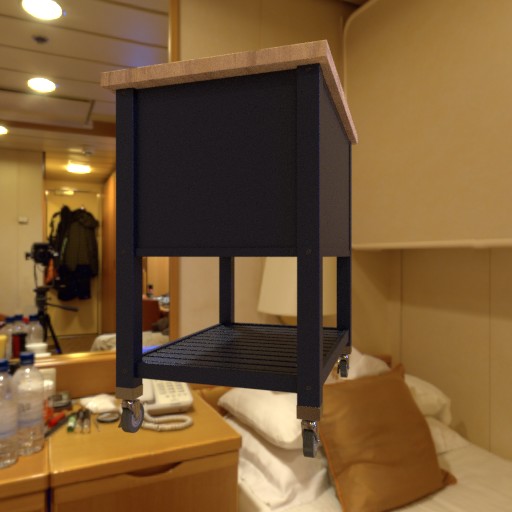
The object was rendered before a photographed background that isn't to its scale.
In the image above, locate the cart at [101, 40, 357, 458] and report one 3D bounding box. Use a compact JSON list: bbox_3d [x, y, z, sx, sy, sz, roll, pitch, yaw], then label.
[{"bbox_3d":[0.000,0.000,1.408,0.567,0.920,0.797,0,0,18],"label":"cart"}]
